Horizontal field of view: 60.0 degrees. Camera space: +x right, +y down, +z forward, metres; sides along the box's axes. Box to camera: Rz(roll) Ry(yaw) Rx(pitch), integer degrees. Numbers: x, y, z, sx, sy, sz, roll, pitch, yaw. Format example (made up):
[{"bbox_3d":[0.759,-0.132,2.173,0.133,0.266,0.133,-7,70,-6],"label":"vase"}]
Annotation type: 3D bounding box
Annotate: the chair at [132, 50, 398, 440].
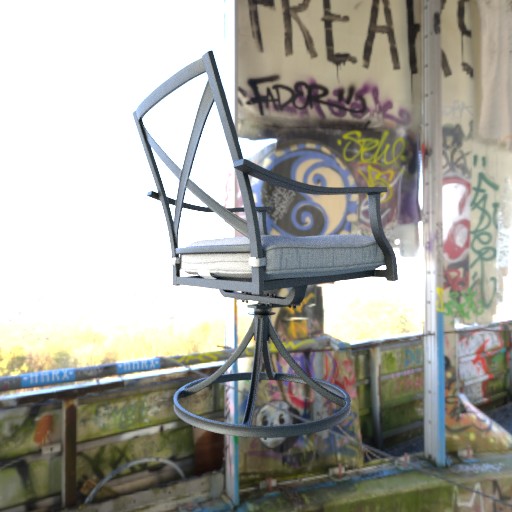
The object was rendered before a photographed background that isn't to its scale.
[{"bbox_3d":[0.000,0.000,1.318,0.620,0.889,0.575,0,-1,-34],"label":"chair"}]
